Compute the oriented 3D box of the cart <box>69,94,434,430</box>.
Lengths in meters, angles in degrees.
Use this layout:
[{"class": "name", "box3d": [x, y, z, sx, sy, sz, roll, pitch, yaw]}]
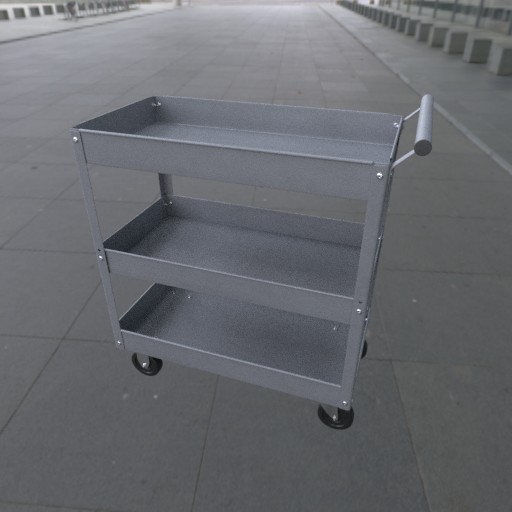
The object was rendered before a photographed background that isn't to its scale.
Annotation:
[{"class": "cart", "box3d": [0.000, 0.000, 1.147, 0.719, 0.780, 0.366, 10, 33, 16]}]
